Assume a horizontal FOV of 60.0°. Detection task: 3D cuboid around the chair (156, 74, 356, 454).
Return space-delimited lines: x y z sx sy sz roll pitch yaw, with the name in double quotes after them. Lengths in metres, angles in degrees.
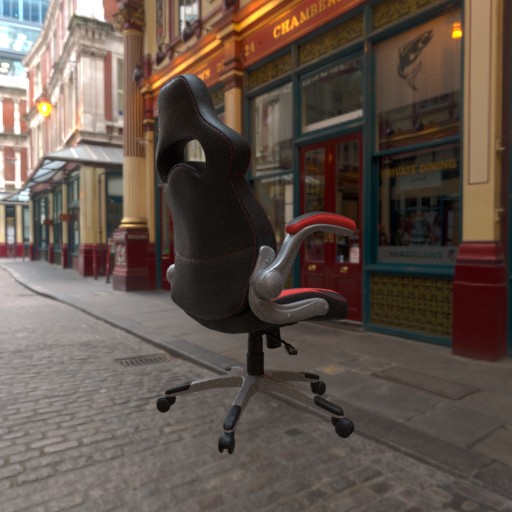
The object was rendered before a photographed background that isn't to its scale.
0.000 0.000 1.647 0.712 1.165 0.758 -1 1 -37 "chair"
